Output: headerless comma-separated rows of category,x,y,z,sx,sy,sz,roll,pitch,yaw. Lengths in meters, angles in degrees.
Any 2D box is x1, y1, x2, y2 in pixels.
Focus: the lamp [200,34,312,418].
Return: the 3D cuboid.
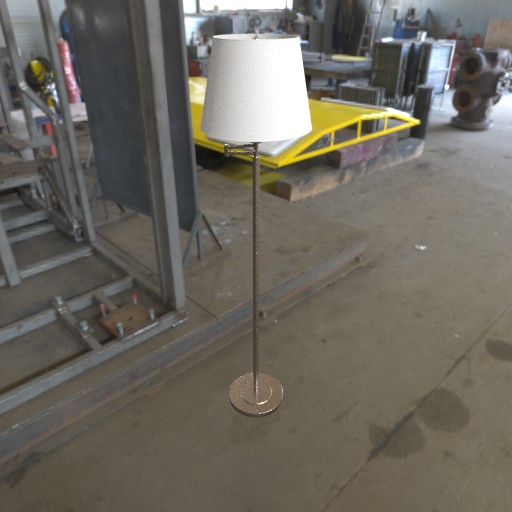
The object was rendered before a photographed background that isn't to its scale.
lamp,0.000,0.000,1.657,0.355,1.473,0.355,0,30,0
